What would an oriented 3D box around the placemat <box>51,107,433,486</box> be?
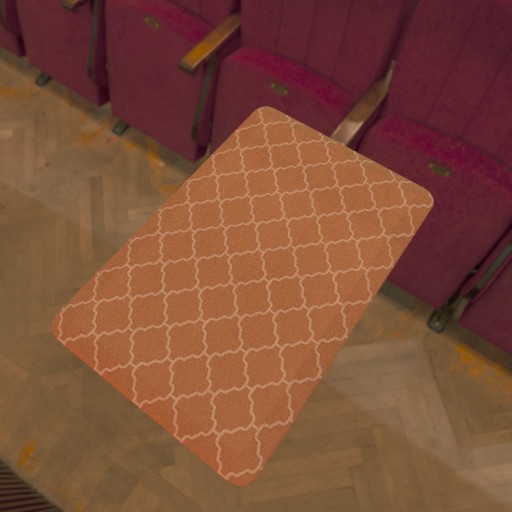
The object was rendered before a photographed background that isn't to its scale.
[{"bbox_3d":[0.000,0.000,0.961,0.508,0.021,0.762,33,68,15],"label":"placemat"}]
